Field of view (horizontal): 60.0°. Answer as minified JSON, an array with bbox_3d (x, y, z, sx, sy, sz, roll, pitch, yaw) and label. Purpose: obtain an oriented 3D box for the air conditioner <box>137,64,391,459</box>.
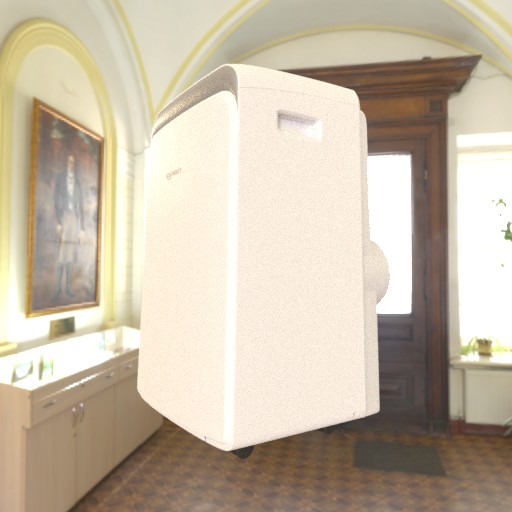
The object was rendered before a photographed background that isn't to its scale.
[{"bbox_3d":[0.000,0.000,1.073,0.467,0.765,0.478,1,-2,-35],"label":"air conditioner"}]
